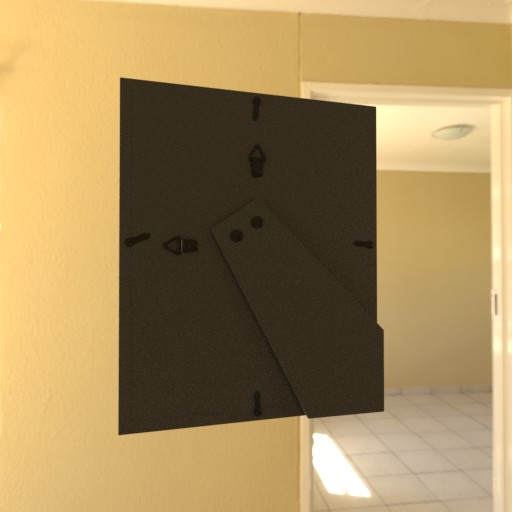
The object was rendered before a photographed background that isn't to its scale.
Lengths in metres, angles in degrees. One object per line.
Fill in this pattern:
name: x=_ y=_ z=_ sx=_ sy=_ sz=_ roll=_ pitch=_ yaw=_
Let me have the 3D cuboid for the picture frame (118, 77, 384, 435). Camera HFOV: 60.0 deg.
picture frame: x=0.000 y=0.000 z=0.394 sx=0.232 sy=0.284 sz=0.042 roll=0 pitch=-1 yaw=-17
